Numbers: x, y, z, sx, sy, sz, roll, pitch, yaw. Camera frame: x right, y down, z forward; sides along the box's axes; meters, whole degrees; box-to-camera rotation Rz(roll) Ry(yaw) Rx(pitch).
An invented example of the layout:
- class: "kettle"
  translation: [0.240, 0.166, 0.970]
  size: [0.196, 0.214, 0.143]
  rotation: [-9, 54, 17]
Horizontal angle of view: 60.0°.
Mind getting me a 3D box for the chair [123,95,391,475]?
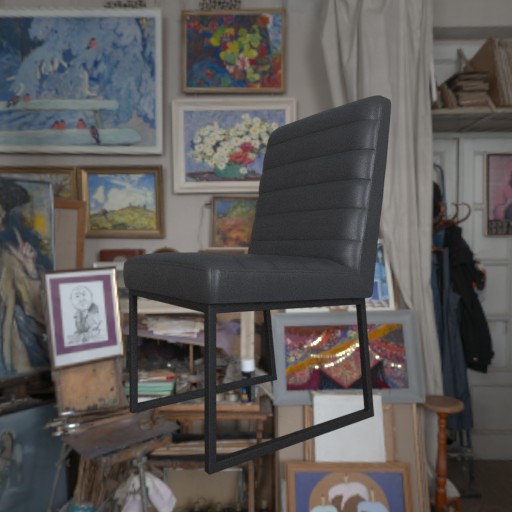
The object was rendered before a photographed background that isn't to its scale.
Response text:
- class: "chair"
  translation: [0.000, 0.000, 1.309]
  size: [0.634, 0.930, 0.520]
  rotation: [-1, 1, -37]
